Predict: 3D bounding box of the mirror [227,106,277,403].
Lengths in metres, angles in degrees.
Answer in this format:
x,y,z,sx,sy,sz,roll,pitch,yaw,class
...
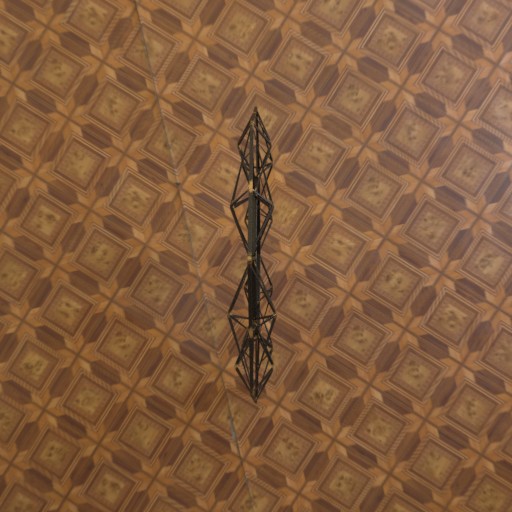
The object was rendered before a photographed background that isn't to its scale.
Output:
x,y,z,sx,sy,sz,roll,pitch,yaw,class
0.000,0.000,1.061,0.094,0.710,0.710,0,91,2,mirror
